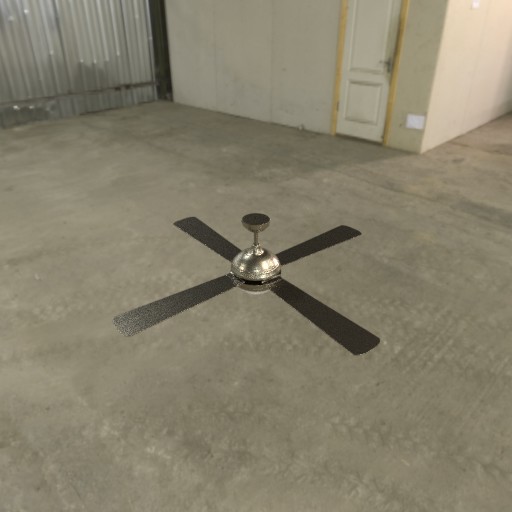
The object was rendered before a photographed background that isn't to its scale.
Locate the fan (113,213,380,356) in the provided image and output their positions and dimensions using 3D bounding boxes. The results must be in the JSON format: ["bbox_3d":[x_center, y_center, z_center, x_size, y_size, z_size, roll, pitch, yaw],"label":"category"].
[{"bbox_3d":[0.000,0.000,2.060,1.321,0.381,1.321,-9,32,-15],"label":"fan"}]
